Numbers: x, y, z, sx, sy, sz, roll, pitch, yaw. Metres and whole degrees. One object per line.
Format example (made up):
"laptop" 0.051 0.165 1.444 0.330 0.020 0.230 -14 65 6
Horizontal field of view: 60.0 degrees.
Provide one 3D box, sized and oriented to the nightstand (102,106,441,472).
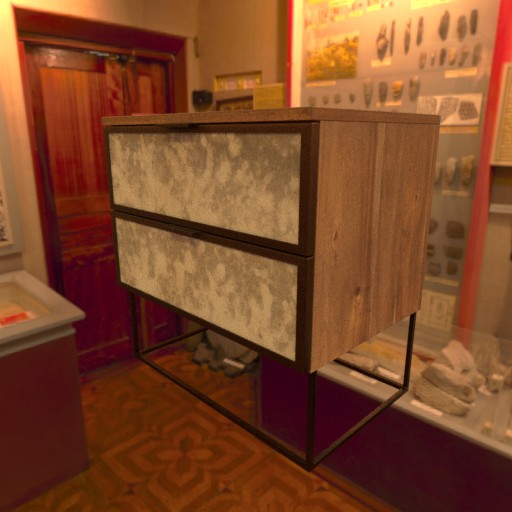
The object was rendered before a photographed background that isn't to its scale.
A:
"nightstand" 0.000 0.000 1.015 0.427 0.611 0.605 -15 21 -43
